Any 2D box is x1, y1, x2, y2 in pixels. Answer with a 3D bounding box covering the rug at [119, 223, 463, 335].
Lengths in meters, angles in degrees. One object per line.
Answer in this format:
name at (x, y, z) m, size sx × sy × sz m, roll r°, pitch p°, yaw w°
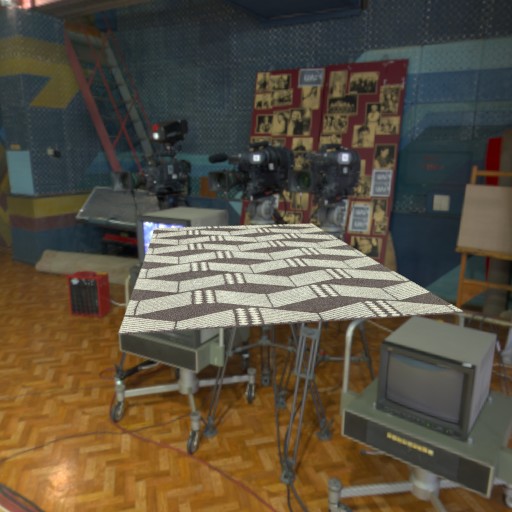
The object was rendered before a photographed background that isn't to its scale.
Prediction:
rug at (0.000, 0.000, 3.064) m, size 1.517 × 0.011 × 2.435 m, roll -2°, pitch 14°, yaw -9°
